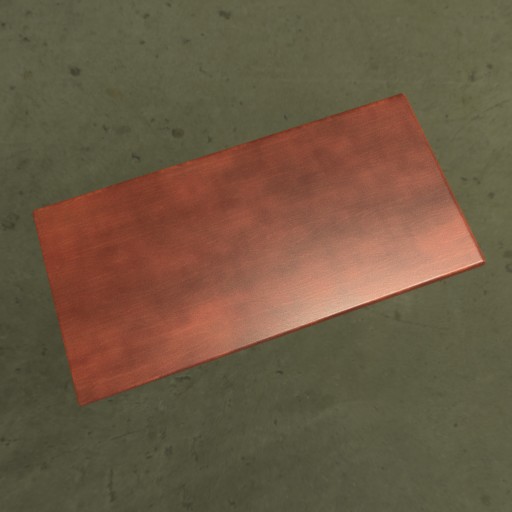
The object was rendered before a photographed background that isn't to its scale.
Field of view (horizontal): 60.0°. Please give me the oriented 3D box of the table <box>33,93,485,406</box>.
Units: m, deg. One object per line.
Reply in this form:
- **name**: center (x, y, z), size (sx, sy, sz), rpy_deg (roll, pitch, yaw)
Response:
- **table**: center (0.000, 0.000, 1.489), size (1.171, 0.485, 0.580), rpy_deg (-19, 77, -5)
